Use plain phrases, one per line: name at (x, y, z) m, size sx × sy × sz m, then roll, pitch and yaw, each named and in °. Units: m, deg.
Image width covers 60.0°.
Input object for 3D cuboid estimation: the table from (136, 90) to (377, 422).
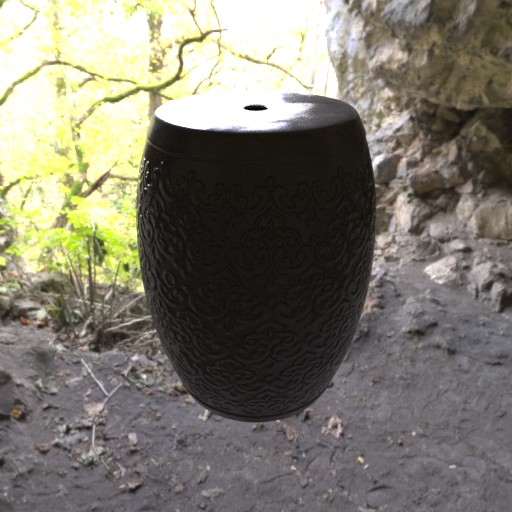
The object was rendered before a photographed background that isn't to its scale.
table at (0.000, 0.000, 0.608) m, size 0.309 × 0.397 × 0.309 m, roll 0°, pitch 30°, yaw 0°
